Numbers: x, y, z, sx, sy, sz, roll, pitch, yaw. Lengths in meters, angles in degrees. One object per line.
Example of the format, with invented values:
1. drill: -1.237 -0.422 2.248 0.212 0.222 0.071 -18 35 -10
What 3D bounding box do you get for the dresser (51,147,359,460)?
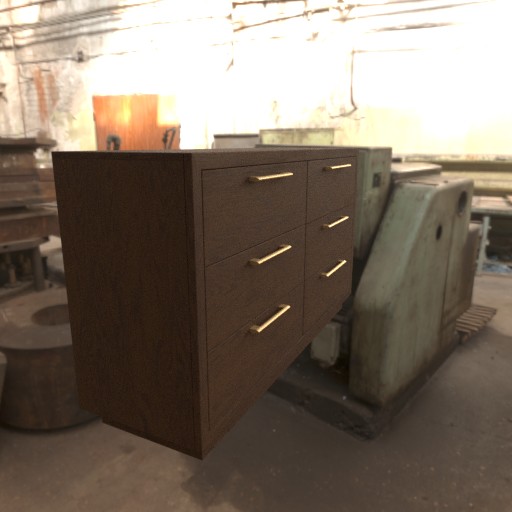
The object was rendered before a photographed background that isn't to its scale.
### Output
1. dresser: 0.000 0.000 1.896 0.512 0.889 1.523 7 16 26
